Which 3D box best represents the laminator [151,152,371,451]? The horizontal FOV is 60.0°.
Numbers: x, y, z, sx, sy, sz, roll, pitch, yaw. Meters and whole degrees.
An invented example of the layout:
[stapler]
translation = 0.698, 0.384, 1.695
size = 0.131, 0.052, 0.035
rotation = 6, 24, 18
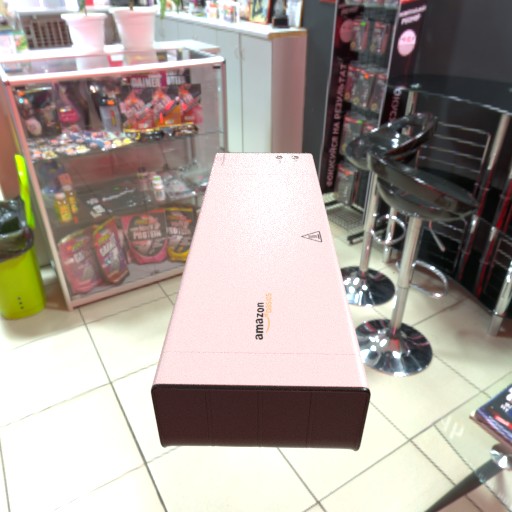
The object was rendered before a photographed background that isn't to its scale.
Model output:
[laminator]
translation = 0.000, 0.000, 0.381
size = 0.123, 0.062, 0.340
rotation = 1, 33, 1
